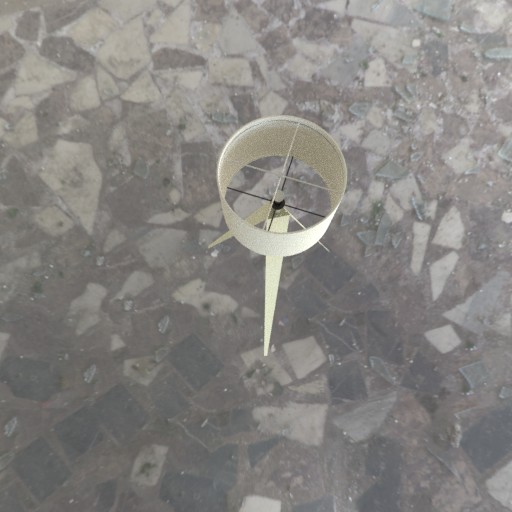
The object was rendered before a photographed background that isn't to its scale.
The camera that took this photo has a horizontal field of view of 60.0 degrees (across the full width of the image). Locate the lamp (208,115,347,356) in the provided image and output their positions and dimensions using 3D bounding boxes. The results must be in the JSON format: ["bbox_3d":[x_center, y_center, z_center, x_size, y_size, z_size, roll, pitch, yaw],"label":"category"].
[{"bbox_3d":[0.000,0.000,1.911,0.716,1.524,0.724,17,76,4],"label":"lamp"}]
